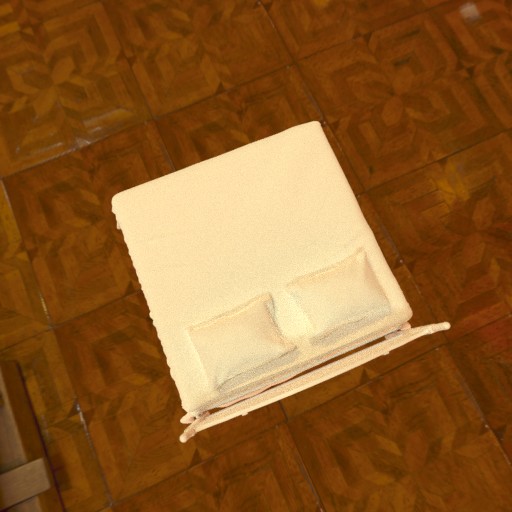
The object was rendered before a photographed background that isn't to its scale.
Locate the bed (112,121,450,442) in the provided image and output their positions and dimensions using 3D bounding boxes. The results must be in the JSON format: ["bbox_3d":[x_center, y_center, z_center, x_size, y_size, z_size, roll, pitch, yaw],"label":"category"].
[{"bbox_3d":[0.000,0.000,3.739,2.322,1.355,2.219,-22,77,-5],"label":"bed"}]
